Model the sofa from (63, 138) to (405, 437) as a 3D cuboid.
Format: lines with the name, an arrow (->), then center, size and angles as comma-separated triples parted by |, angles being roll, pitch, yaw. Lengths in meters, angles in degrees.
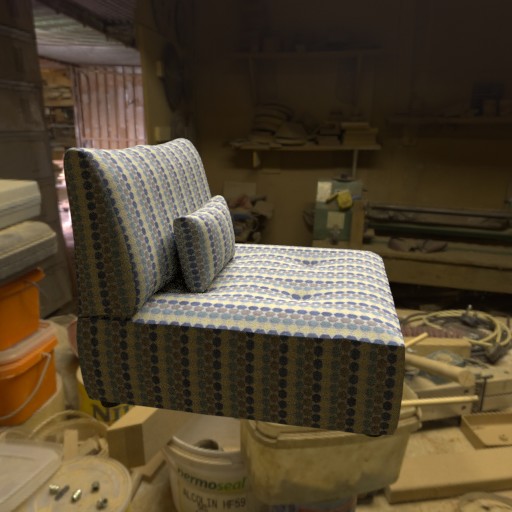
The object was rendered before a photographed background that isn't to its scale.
sofa -> 0.000, 0.000, 1.675 | 1.000, 0.830, 0.930 | 3, 17, 11
